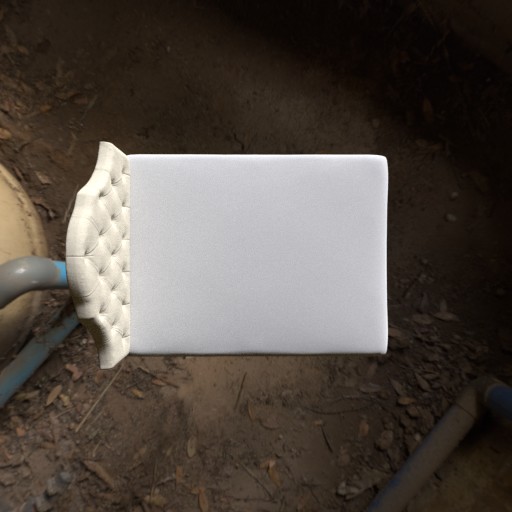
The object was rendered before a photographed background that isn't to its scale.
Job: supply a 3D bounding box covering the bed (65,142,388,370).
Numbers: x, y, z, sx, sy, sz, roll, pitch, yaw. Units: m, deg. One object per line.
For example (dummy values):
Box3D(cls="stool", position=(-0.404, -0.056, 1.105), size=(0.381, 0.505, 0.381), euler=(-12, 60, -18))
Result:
Box3D(cls="bed", position=(0.000, 0.000, 3.200), size=(2.092, 1.575, 1.627), euler=(0, 90, 0))
